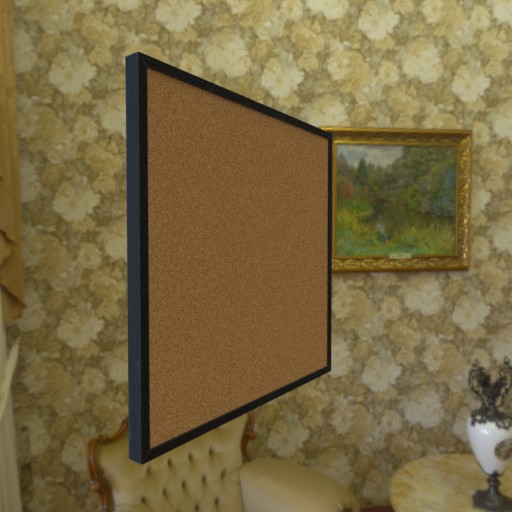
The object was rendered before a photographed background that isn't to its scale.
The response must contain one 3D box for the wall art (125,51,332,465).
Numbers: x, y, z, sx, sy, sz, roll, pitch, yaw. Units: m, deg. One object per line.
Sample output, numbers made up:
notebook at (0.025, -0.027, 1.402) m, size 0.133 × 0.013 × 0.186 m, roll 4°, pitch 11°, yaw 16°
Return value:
wall art at (0.000, 0.000, 1.129) m, size 0.037 × 0.761 × 0.761 m, roll 1°, pitch 2°, yaw 37°
